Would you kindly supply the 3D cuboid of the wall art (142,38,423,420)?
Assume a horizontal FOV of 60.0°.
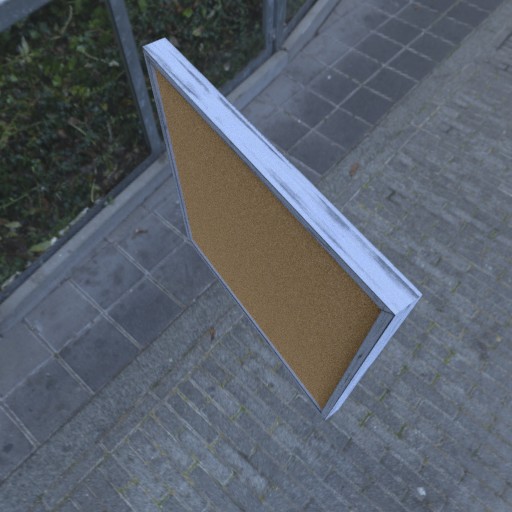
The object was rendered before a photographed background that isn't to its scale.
[{"bbox_3d":[0.000,0.000,0.746,0.038,0.506,0.506,-31,64,-17],"label":"wall art"}]
